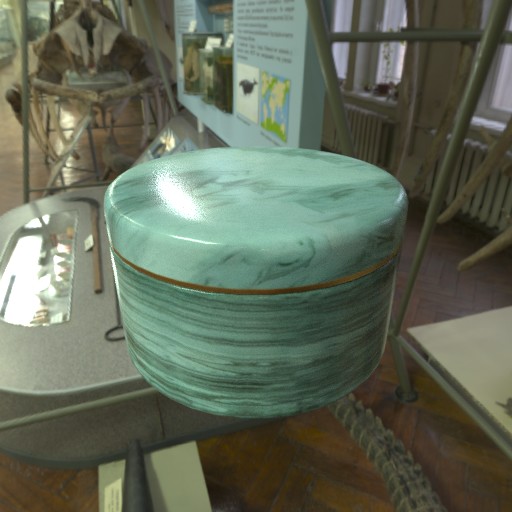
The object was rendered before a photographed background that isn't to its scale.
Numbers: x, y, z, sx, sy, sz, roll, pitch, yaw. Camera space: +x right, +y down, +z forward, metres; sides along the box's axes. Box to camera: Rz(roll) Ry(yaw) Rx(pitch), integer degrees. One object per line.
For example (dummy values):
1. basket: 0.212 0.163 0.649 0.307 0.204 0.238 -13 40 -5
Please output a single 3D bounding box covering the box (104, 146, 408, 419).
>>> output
1. box: 0.000 0.000 0.165 0.101 0.063 0.101 0 27 0
